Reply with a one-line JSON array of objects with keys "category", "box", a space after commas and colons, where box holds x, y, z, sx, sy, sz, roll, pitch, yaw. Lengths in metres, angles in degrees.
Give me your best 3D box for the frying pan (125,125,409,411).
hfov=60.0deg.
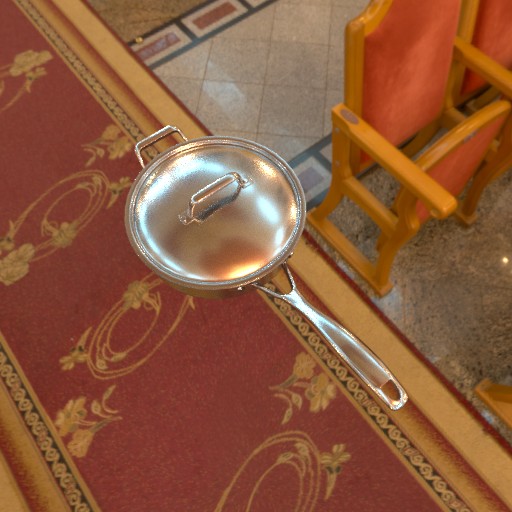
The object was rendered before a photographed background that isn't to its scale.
[{"category": "frying pan", "box": [0.000, 0.000, 0.579, 0.245, 0.111, 0.492, -35, 68, -16]}]
